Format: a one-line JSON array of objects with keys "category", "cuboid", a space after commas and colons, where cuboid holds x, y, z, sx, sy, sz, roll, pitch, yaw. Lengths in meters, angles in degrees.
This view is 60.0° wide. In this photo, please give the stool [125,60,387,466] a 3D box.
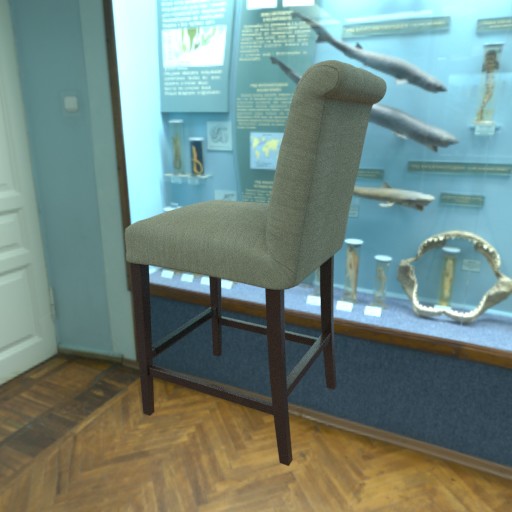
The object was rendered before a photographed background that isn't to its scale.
[{"category": "stool", "cuboid": [0.000, 0.000, 1.413, 0.660, 1.084, 0.486, 9, 19, 26]}]
